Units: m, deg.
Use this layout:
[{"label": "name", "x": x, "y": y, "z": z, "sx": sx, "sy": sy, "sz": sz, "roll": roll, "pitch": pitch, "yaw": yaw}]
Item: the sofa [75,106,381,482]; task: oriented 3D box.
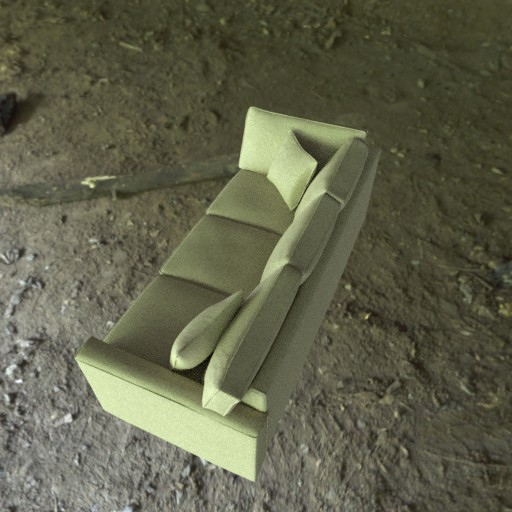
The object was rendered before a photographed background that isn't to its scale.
[{"label": "sofa", "x": 0.000, "y": 0.000, "z": 2.918, "sx": 1.053, "sy": 0.948, "sz": 2.323, "roll": 18, "pitch": 48, "yaw": 17}]
